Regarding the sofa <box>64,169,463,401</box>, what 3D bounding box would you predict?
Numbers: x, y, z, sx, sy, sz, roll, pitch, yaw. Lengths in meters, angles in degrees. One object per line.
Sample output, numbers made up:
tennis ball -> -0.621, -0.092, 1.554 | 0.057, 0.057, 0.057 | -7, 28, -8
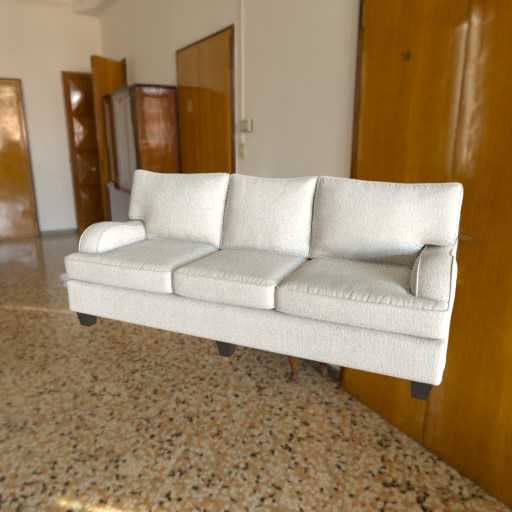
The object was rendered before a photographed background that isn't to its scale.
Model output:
sofa -> 0.000, 0.000, 2.815 | 2.323, 0.991, 1.016 | 7, 16, 23
